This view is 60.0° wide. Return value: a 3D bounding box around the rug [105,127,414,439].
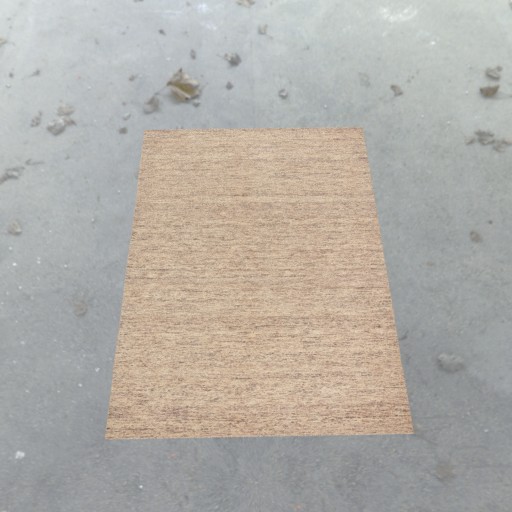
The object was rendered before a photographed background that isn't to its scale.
[{"bbox_3d":[0.000,0.000,4.232,2.448,0.013,3.205,-1,63,0],"label":"rug"}]
